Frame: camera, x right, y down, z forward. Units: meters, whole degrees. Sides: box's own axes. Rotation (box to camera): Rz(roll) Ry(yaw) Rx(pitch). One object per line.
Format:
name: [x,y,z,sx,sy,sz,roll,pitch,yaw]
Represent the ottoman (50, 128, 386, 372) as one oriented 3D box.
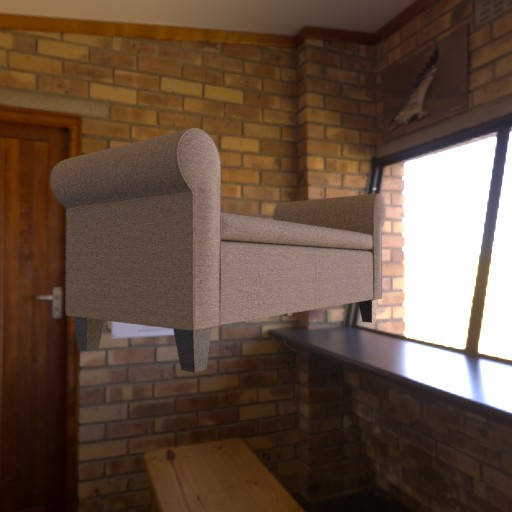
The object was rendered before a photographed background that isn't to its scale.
ottoman: [0.000,0.000,1.582,0.521,0.547,1.256,-1,-1,36]
